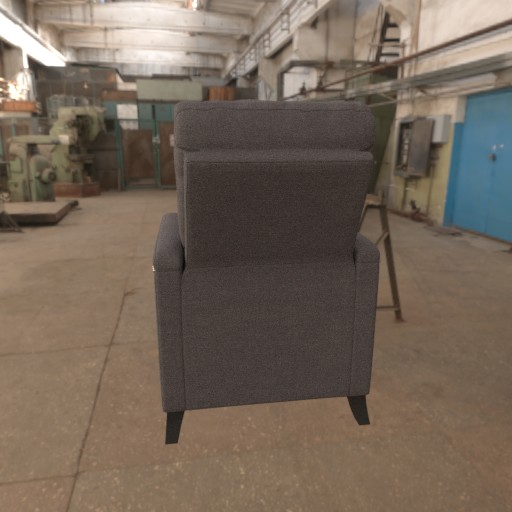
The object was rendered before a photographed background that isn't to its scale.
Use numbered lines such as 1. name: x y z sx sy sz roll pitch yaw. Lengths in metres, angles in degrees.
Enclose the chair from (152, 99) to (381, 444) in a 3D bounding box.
1. chair: 0.000 0.000 1.651 0.710 1.049 0.922 -2 15 -8
